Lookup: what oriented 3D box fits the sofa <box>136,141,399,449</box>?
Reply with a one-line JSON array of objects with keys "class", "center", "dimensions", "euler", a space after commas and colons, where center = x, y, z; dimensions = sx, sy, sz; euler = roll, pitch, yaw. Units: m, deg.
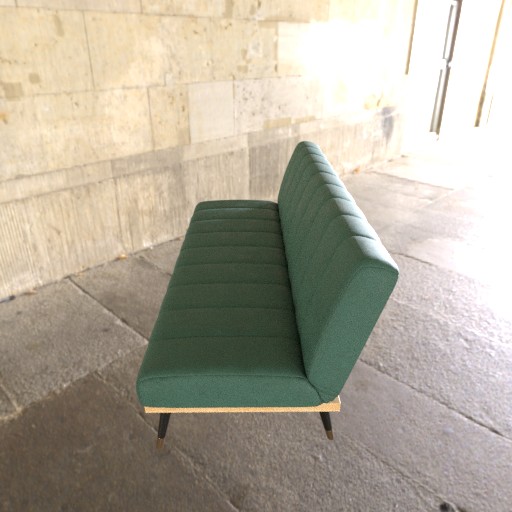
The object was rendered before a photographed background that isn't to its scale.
[{"class": "sofa", "center": [0.000, 0.000, 2.252], "dimensions": [0.830, 0.820, 1.810], "euler": [0, 26, 0]}]
